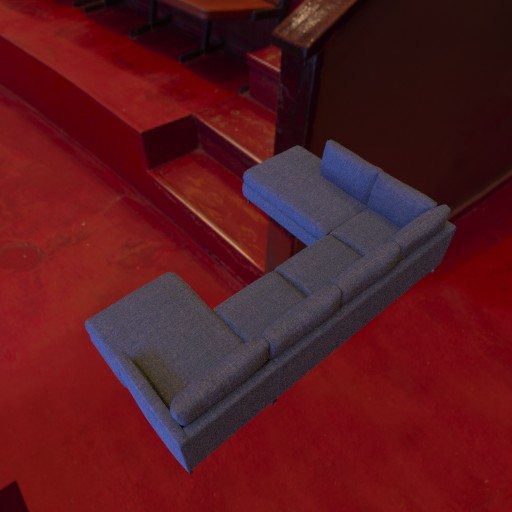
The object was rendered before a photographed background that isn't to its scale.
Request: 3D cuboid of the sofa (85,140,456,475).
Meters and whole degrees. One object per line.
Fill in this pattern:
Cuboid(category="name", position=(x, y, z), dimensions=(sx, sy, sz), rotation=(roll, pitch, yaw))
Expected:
Cuboid(category="sofa", position=(0.000, 0.000, 3.599), dimensions=(2.737, 0.753, 1.879), rotation=(-32, 55, -26))
